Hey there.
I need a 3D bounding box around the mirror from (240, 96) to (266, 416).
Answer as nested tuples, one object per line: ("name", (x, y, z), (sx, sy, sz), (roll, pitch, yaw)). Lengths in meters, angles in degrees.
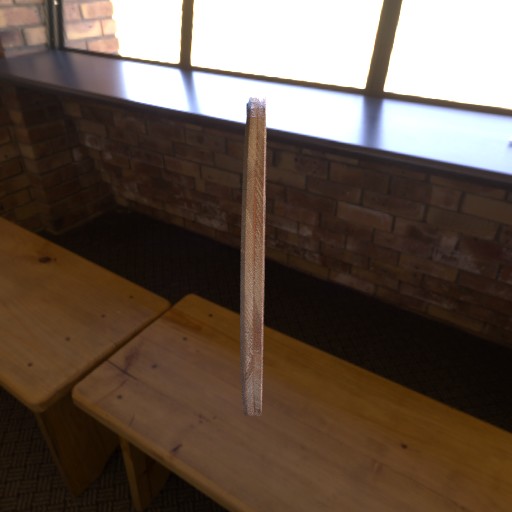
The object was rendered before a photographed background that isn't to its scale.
("mirror", (0.000, 0.000, 1.050), (0.038, 0.710, 0.710), (1, 33, 1))
